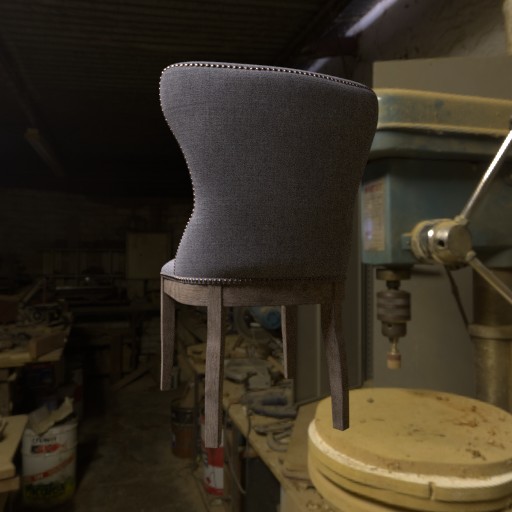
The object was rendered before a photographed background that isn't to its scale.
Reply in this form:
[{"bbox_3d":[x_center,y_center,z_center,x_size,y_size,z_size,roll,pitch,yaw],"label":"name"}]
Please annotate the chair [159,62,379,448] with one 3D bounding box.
[{"bbox_3d":[0.000,0.000,1.435,0.654,1.002,0.681,0,0,-18],"label":"chair"}]
